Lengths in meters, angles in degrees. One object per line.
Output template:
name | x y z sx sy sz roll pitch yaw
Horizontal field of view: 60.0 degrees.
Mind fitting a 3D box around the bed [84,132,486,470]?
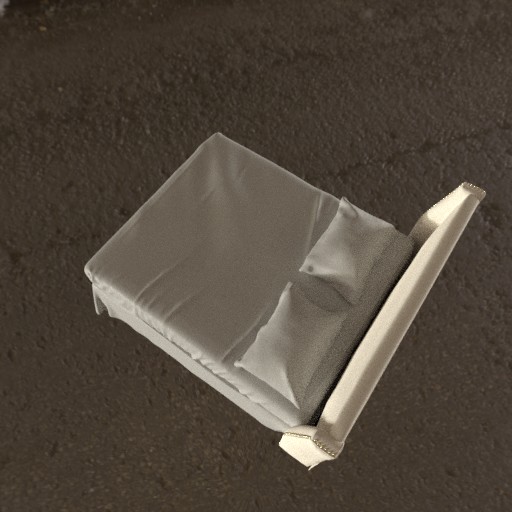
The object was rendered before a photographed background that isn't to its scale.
bed | 0.000 0.000 3.322 2.276 1.332 1.925 32 67 15
